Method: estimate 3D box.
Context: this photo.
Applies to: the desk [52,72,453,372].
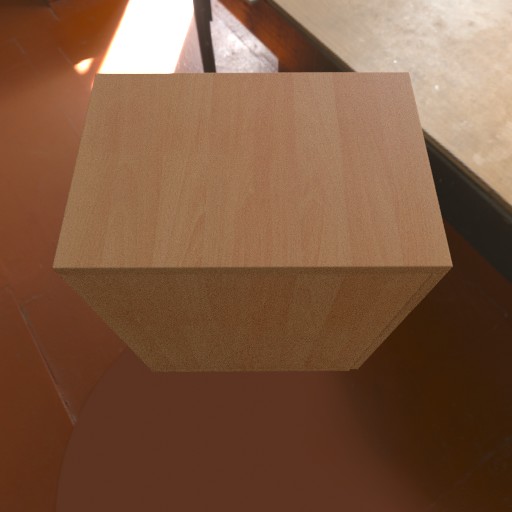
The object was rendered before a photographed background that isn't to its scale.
[{"bbox_3d":[0.000,0.000,1.067,0.600,0.730,0.404,0,63,0],"label":"desk"}]
